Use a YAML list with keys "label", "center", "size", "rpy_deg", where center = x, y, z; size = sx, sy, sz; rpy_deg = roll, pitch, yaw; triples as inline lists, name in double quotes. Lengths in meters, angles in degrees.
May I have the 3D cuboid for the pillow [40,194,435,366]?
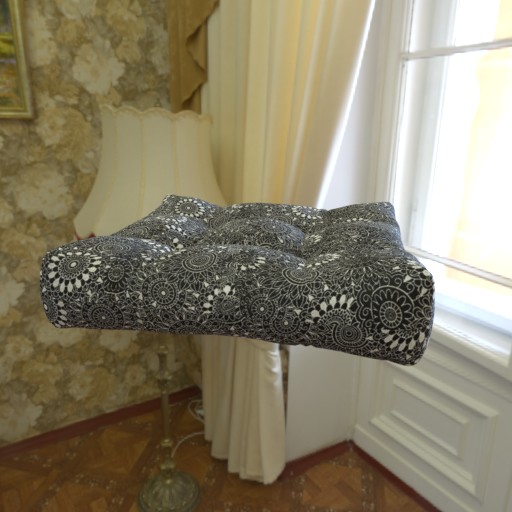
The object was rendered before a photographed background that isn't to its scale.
- label: "pillow"
  center: [0.000, 0.000, 0.729]
  size: [0.490, 0.128, 0.468]
  rpy_deg: [3, 17, 10]
